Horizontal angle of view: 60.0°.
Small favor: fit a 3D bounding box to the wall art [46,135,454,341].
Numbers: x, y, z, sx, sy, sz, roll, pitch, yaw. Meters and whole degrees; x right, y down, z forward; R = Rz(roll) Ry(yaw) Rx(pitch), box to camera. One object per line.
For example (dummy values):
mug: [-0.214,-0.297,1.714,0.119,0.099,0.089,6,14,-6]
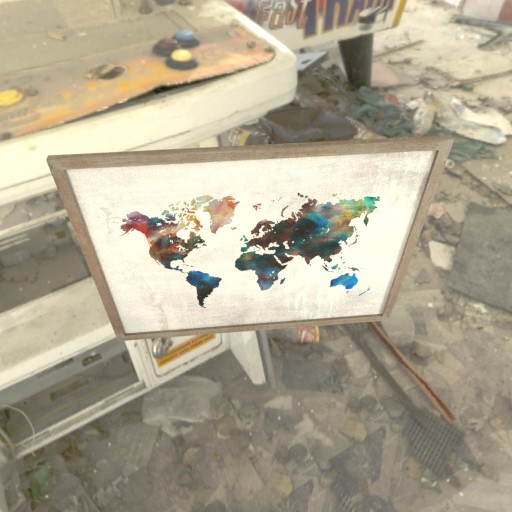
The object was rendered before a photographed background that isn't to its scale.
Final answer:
wall art: [0.000,0.000,1.378,1.012,0.774,0.019,-4,46,-4]
